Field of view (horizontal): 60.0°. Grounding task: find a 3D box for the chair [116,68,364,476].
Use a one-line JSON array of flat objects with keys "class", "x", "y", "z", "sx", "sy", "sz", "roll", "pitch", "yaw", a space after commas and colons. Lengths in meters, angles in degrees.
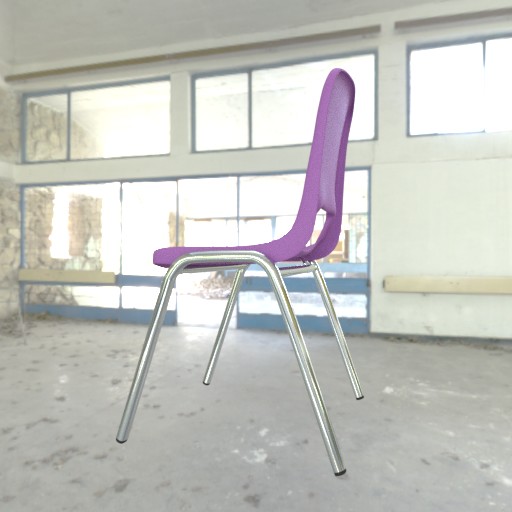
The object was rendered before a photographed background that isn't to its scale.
[{"class": "chair", "x": 0.000, "y": 0.000, "z": 0.675, "sx": 0.301, "sy": 0.493, "sz": 0.291, "roll": 0, "pitch": 0, "yaw": 18}]
